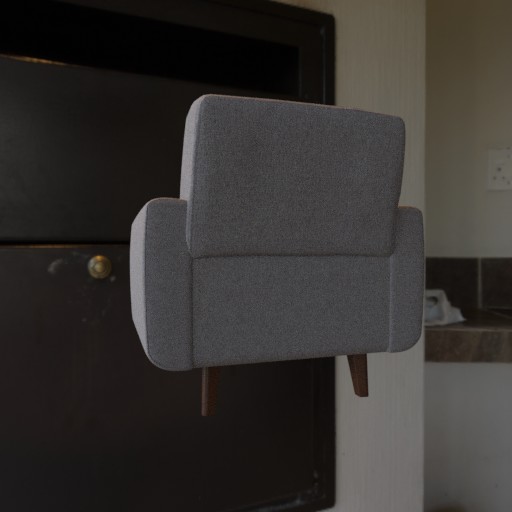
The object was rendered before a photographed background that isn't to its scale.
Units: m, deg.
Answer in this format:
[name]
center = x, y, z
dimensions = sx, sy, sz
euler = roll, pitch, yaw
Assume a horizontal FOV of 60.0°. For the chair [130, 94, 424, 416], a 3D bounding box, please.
[chair]
center = 0.000, 0.000, 1.565
dimensions = 0.831, 0.839, 0.907
euler = 0, 1, -18
